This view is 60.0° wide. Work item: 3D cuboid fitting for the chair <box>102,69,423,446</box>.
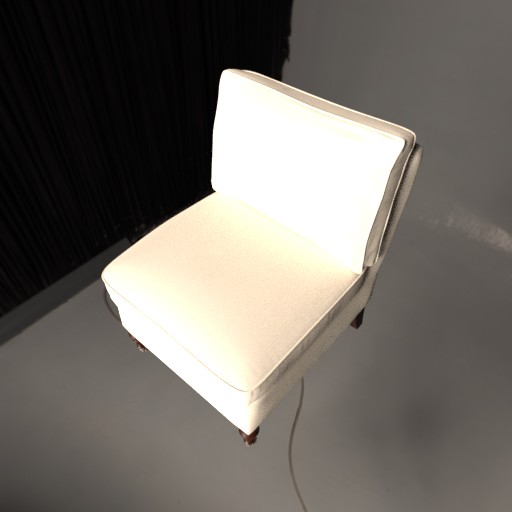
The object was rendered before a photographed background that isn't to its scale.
[{"bbox_3d":[0.000,0.000,1.401,0.630,0.887,0.781,32,54,27],"label":"chair"}]
